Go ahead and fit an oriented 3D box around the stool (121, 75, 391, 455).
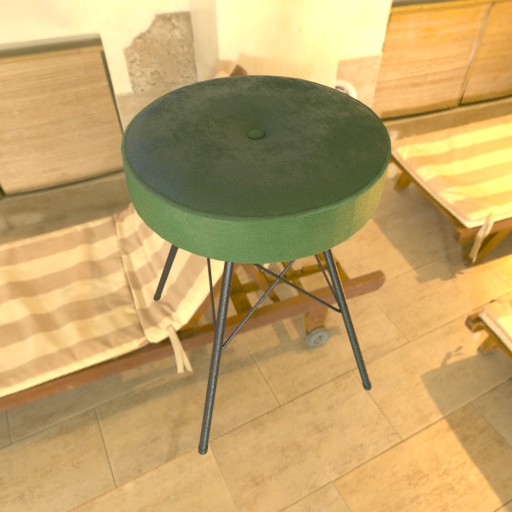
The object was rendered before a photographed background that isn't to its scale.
[{"bbox_3d":[0.000,0.000,0.908,0.430,0.595,0.457,-16,48,-15],"label":"stool"}]
